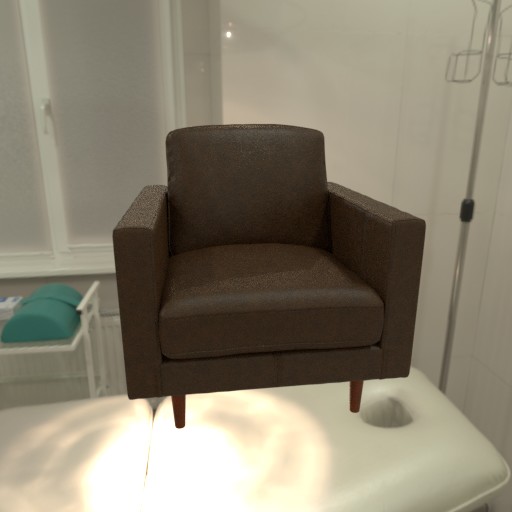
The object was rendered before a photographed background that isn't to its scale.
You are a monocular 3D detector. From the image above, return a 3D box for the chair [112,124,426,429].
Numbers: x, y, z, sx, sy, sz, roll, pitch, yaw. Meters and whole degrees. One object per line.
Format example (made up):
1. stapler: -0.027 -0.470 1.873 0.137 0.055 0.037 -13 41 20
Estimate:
1. chair: 0.000 0.000 1.675 0.890 0.956 0.909 -2 17 -8
